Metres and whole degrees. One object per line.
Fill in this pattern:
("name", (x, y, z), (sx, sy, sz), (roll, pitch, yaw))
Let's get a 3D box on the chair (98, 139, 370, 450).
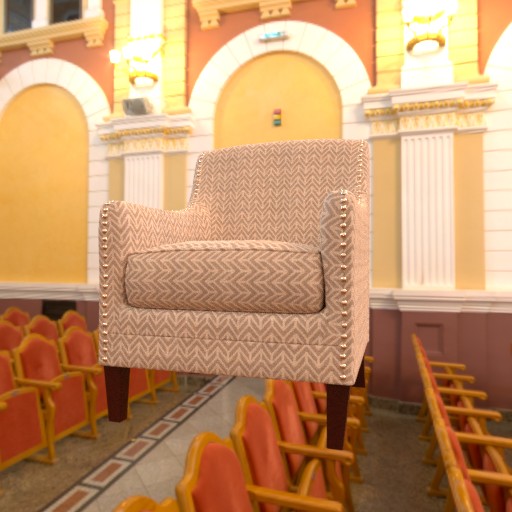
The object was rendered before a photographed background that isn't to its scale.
("chair", (0.000, 0.000, 1.302), (0.623, 0.816, 0.651), (0, -1, 17))
